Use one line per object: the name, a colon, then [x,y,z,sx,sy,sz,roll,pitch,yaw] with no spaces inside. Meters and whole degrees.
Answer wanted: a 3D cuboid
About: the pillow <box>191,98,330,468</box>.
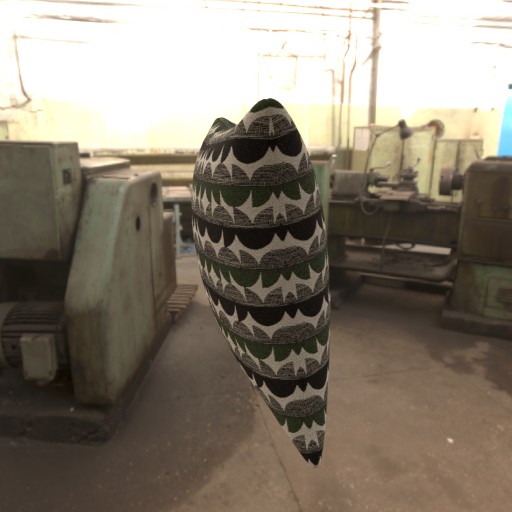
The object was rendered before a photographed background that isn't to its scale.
pillow: [0.000,0.000,0.645,0.180,0.404,0.419,-3,15,-10]
